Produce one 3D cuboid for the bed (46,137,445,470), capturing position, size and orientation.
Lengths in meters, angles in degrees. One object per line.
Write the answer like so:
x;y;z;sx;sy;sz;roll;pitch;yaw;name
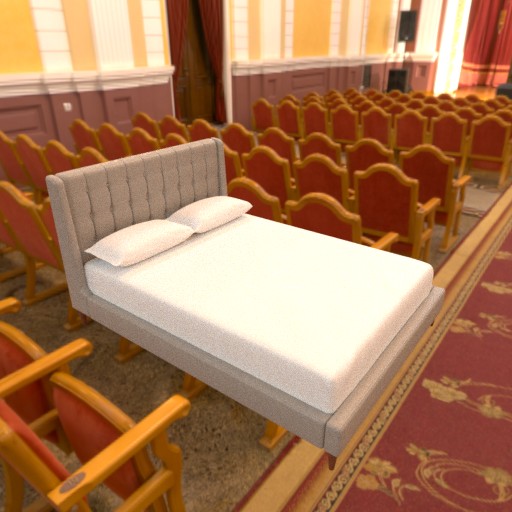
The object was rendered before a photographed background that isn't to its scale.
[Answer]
0.000;0.000;3.126;2.232;1.147;1.656;18;31;33;bed
